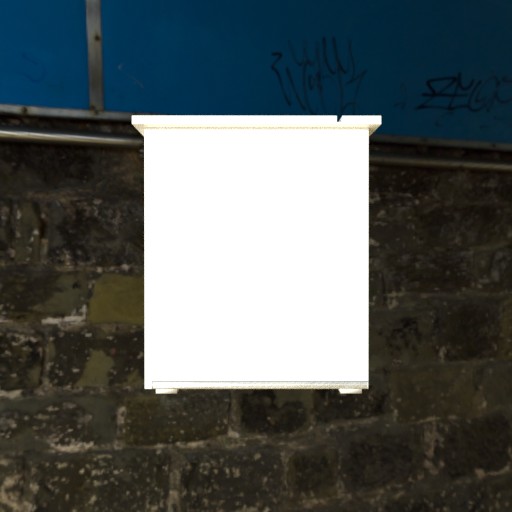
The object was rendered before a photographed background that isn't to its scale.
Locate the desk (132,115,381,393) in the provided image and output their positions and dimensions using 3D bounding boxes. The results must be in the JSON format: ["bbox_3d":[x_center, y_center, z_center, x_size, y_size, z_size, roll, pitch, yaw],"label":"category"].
[{"bbox_3d":[0.000,0.000,1.980,0.670,0.760,1.580,0,0,0],"label":"desk"}]
